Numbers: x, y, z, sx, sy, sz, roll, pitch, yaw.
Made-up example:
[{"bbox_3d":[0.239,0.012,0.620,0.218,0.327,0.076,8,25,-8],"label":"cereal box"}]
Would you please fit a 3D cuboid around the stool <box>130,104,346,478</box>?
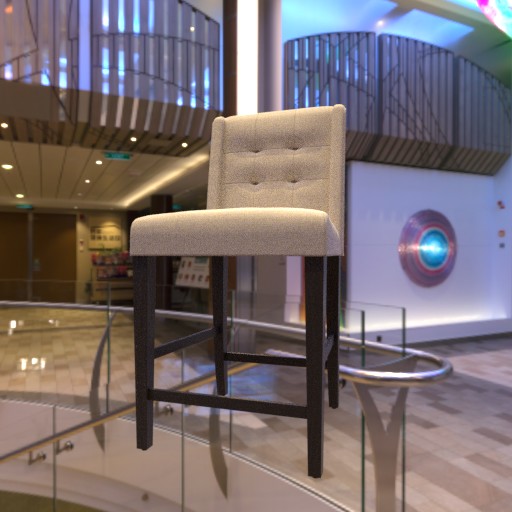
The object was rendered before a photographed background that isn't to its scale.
[{"bbox_3d":[0.000,0.000,1.226,0.474,0.939,0.509,0,0,18],"label":"stool"}]
